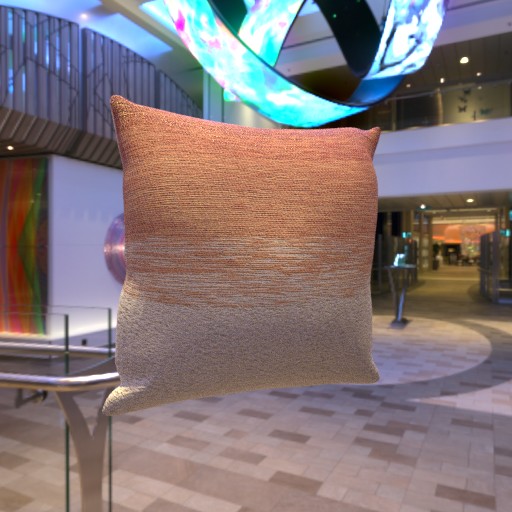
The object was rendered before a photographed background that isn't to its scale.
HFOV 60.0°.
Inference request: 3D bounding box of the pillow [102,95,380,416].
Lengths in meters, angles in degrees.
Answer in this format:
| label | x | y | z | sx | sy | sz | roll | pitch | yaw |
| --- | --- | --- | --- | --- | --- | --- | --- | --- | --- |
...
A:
| label | x | y | z | sx | sy | sz | roll | pitch | yaw |
| --- | --- | --- | --- | --- | --- | --- | --- | --- | --- |
| pillow | 0.000 | 0.000 | 0.670 | 0.440 | 0.441 | 0.182 | 0 | 0 | -18 |
